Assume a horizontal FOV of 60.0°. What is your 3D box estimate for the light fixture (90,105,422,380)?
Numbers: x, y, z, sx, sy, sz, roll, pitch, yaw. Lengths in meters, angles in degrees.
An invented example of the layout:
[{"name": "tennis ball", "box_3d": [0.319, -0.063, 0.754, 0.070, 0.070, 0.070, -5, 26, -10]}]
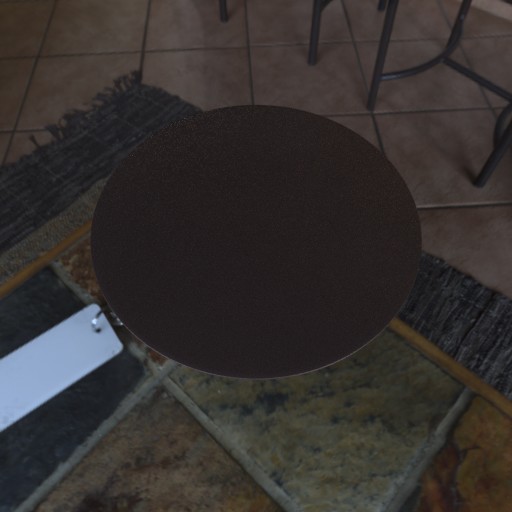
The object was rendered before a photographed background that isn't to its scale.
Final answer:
[{"name": "light fixture", "box_3d": [0.000, 0.000, 0.438, 0.280, 0.135, 0.280, 0, 59, 0]}]
